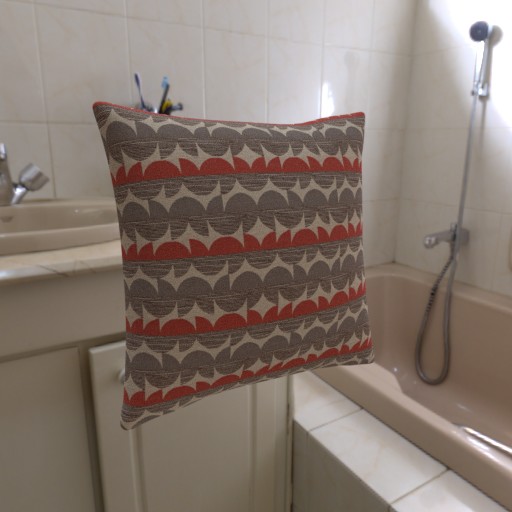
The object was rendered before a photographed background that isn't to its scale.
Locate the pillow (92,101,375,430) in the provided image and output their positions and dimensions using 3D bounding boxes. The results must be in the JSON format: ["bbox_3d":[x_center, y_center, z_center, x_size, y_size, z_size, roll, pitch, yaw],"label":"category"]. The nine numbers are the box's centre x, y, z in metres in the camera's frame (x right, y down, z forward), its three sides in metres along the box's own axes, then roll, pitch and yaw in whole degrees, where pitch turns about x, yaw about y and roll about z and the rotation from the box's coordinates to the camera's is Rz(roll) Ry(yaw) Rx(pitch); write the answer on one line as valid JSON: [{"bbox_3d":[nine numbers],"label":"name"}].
[{"bbox_3d":[0.000,0.000,0.636,0.420,0.410,0.180,-8,16,-27],"label":"pillow"}]
